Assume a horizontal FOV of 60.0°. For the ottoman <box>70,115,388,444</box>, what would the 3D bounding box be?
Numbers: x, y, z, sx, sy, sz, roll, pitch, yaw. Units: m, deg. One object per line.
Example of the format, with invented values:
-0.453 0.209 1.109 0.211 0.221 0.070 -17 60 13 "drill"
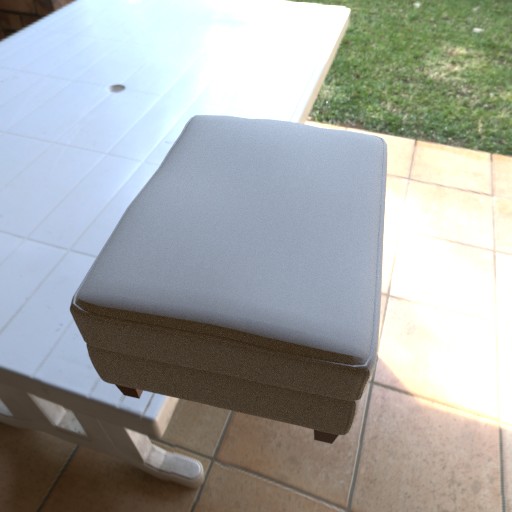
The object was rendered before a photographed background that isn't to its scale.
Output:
0.000 0.000 1.233 0.634 0.479 0.818 10 47 9 "ottoman"
